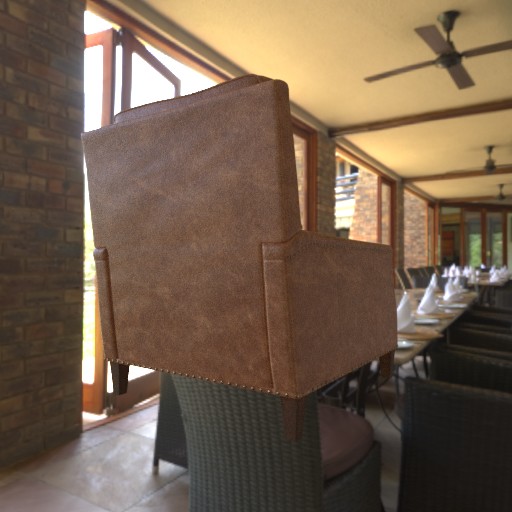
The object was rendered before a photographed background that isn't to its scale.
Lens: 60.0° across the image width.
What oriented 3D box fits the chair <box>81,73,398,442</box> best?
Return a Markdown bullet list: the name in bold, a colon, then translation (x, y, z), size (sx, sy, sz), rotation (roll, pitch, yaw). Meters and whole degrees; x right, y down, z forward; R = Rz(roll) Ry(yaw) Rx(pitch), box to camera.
- **chair**: translation (0.000, 0.000, 1.786), size (0.854, 1.054, 1.035), rotation (-1, -1, 35)
